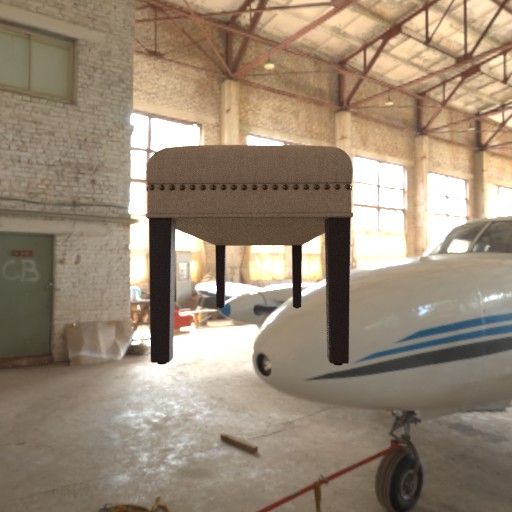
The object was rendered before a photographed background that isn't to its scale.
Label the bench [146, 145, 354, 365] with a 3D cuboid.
[{"bbox_3d":[0.000,0.000,1.470,0.410,0.457,1.219,0,-1,1],"label":"bench"}]
